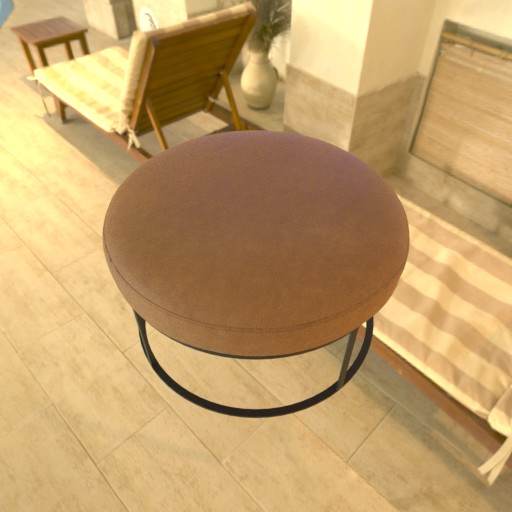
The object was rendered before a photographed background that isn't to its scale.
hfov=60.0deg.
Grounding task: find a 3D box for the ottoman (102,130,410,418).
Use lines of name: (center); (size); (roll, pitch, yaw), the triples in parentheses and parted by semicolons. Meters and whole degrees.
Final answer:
ottoman: (0.000, 0.000, 1.252); (0.771, 0.460, 0.771); (0, 45, 0)
